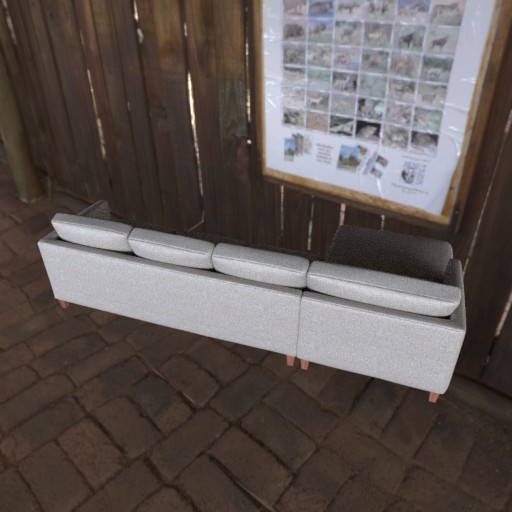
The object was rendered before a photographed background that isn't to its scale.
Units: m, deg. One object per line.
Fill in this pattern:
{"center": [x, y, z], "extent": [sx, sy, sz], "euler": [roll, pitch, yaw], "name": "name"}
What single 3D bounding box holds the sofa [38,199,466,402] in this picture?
{"center": [0.000, 0.000, 3.775], "extent": [3.201, 0.876, 1.502], "euler": [11, 34, 16], "name": "sofa"}
